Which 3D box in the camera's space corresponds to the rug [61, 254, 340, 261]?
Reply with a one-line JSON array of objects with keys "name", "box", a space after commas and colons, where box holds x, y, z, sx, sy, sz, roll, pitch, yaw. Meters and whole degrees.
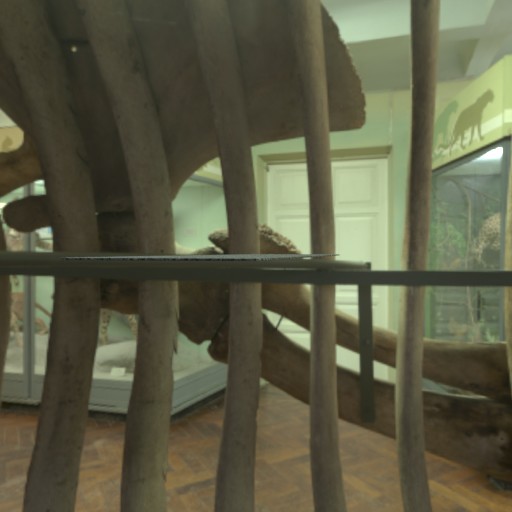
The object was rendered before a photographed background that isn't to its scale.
[{"name": "rug", "box": [0.000, 0.000, 2.446, 0.686, 0.008, 2.286, 0, 1, 16]}]
